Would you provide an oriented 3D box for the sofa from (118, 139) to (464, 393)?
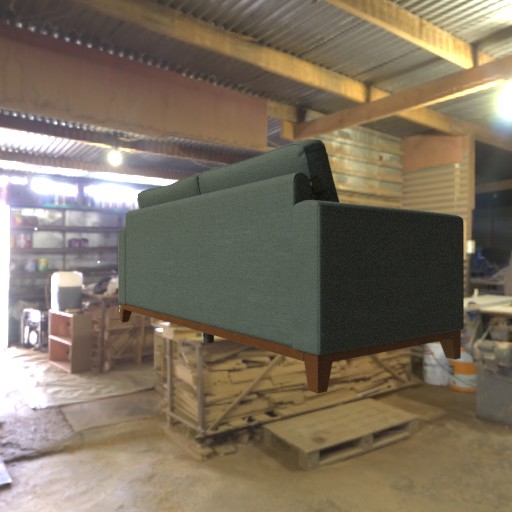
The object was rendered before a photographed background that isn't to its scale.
[{"bbox_3d":[0.000,0.000,2.398,0.877,0.865,1.900,0,0,-36],"label":"sofa"}]
